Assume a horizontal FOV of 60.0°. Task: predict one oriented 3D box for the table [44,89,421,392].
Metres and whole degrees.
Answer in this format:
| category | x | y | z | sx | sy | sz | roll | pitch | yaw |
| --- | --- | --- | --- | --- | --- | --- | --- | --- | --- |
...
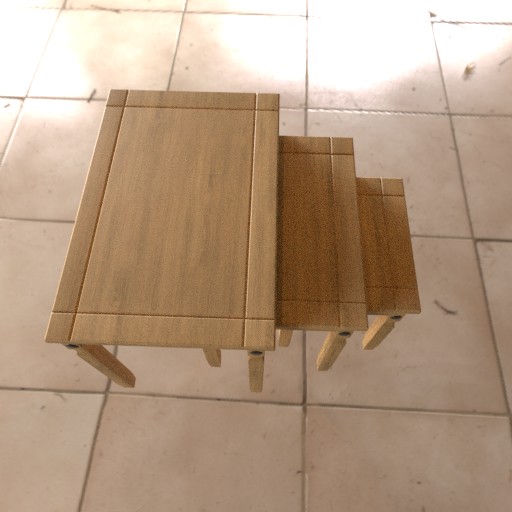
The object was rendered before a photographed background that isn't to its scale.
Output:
| category | x | y | z | sx | sy | sz | roll | pitch | yaw |
| --- | --- | --- | --- | --- | --- | --- | --- | --- | --- |
| table | 0.000 | 0.000 | 1.212 | 0.773 | 0.535 | 0.660 | 2 | 63 | 1 |
